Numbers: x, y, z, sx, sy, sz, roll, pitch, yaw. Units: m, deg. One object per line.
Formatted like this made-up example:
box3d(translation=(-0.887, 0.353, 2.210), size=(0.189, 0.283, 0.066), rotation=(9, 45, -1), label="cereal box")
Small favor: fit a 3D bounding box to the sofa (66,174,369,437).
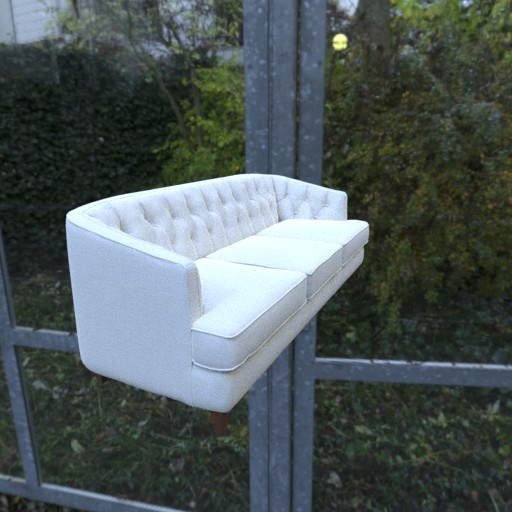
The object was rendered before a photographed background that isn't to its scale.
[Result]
box3d(translation=(0.000, 0.000, 2.713), size=(0.941, 0.855, 2.278), rotation=(7, 17, 25), label="sofa")
